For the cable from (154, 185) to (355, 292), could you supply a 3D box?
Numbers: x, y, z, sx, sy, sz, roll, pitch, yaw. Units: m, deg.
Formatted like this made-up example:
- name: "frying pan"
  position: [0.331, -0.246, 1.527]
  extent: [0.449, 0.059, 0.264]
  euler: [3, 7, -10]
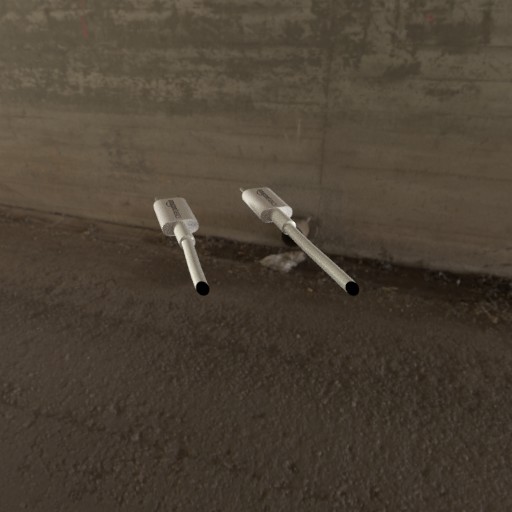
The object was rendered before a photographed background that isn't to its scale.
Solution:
- name: "cable"
  position: [0.000, 0.000, 0.114]
  extent: [0.041, 0.005, 0.098]
  euler: [-9, 29, -17]
